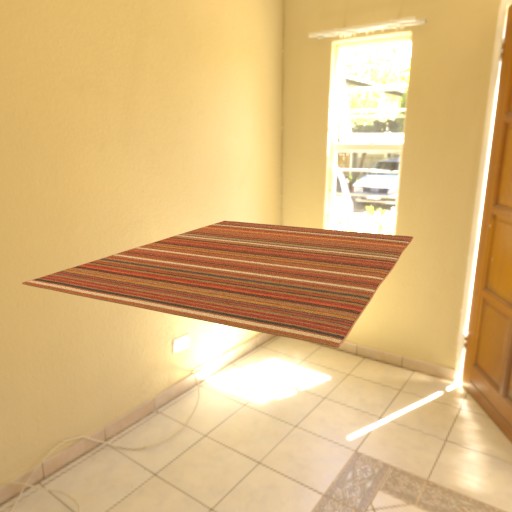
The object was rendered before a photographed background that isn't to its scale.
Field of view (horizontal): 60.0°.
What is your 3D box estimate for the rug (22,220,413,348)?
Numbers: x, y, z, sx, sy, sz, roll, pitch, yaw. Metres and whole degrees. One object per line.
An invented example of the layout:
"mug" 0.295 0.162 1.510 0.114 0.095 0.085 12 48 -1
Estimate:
"rug" 0.000 0.000 4.179 2.479 0.023 3.092 7 16 25
